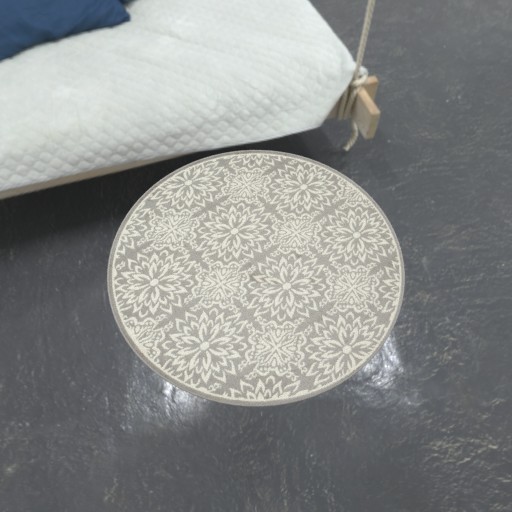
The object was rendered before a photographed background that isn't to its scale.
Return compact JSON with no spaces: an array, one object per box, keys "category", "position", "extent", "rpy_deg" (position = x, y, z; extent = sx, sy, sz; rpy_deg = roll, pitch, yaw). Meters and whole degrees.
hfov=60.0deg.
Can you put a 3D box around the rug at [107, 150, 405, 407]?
[{"category":"rug","position":[0.000,0.000,2.408],"extent":[1.593,0.012,1.593],"rpy_deg":[0,58,0]}]
